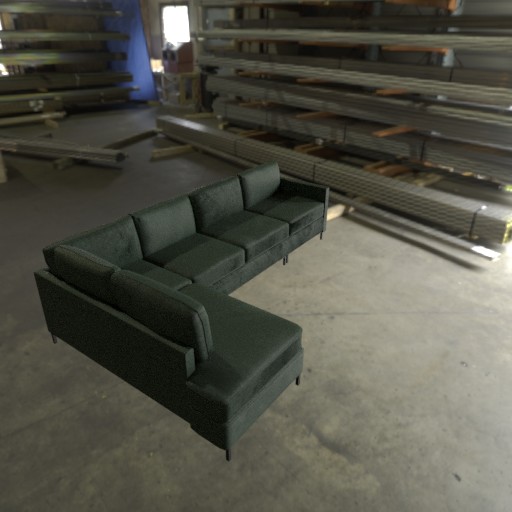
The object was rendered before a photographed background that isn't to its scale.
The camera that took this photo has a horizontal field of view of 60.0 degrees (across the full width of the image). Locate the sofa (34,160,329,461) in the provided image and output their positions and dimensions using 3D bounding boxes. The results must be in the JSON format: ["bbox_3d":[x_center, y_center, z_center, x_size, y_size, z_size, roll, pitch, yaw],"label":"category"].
[{"bbox_3d":[0.000,0.000,4.322,2.048,0.996,3.384,19,33,32],"label":"sofa"}]
